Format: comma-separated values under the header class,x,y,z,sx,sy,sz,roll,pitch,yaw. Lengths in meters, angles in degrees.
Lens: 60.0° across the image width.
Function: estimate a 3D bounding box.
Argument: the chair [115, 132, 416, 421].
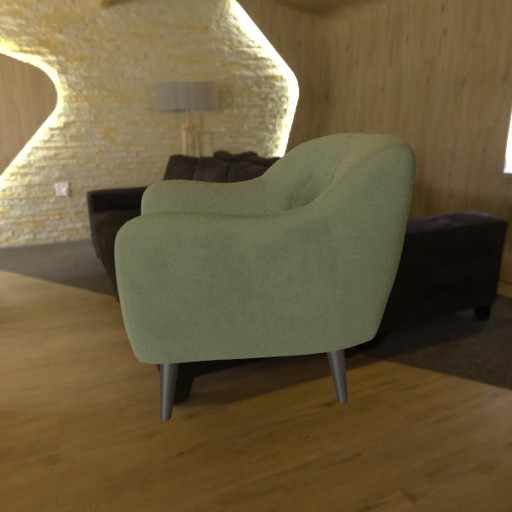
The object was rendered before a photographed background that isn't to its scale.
class,x,y,z,sx,sy,sz,roll,pitch,yaw
chair,0.000,0.000,1.495,0.819,0.804,0.840,-2,15,-9
